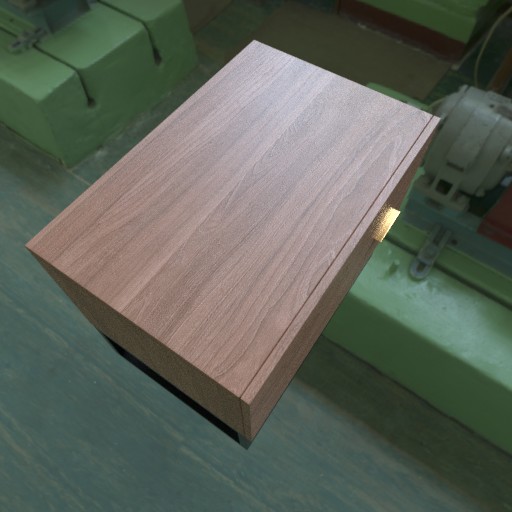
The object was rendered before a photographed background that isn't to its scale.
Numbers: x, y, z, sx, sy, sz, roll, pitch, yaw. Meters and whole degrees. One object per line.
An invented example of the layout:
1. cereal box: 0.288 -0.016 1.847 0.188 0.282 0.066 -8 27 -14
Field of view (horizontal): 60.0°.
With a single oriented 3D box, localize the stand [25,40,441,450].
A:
1. stand: 0.000 0.000 0.936 0.420 0.500 0.600 31 64 17
